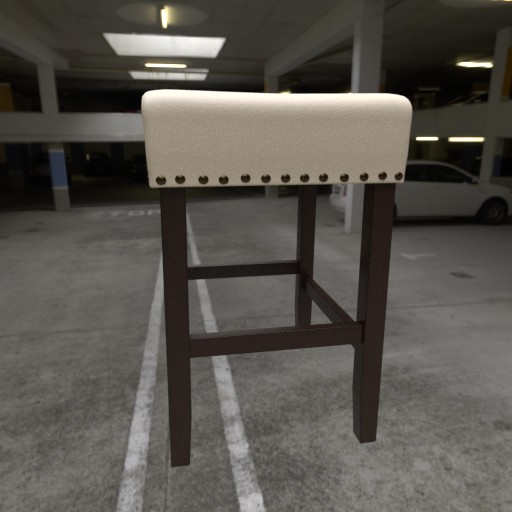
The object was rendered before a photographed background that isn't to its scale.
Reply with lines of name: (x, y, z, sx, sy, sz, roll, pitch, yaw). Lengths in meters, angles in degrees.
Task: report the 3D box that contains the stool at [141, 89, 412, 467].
stool: (0.000, 0.000, 0.920, 0.401, 0.609, 0.471, -3, 15, -10)
